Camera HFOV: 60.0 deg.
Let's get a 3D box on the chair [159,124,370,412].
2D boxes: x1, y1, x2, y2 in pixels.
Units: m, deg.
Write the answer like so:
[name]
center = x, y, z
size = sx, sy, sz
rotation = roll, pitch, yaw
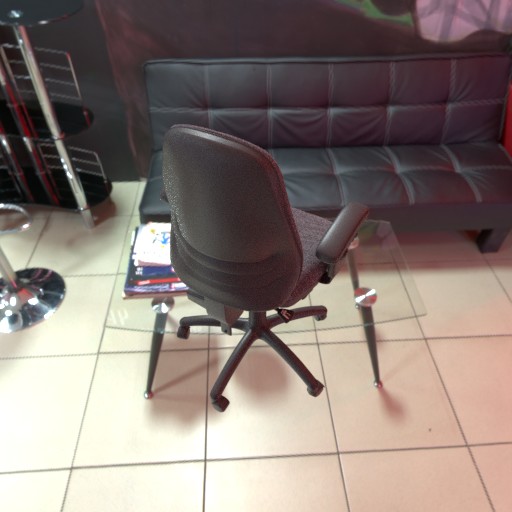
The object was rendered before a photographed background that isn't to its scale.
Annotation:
[chair]
center = 0.000, 0.000, 1.253
size = 0.550, 0.910, 0.530
rotation = 22, 48, 21
